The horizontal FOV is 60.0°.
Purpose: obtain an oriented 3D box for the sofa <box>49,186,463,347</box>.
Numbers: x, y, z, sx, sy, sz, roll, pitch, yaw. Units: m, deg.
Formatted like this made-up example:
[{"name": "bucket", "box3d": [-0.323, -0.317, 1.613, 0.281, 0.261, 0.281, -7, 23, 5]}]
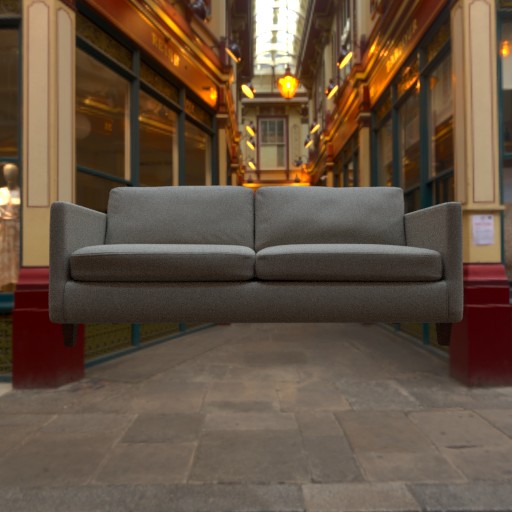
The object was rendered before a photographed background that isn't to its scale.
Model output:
[{"name": "sofa", "box3d": [0.000, 0.000, 2.773, 2.208, 0.963, 0.956, 0, 0, -1]}]
